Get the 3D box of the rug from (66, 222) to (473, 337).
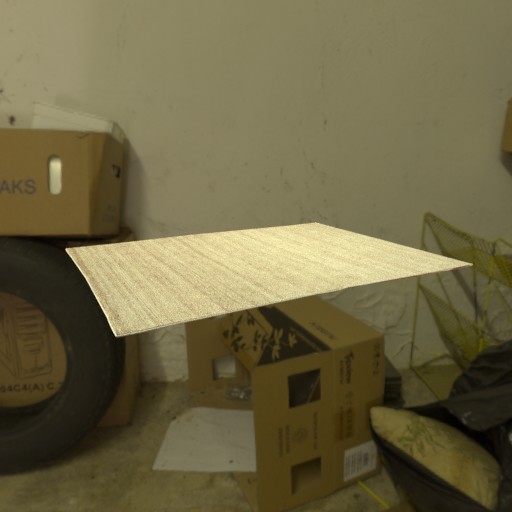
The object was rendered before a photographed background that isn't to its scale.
[{"bbox_3d":[0.000,0.000,4.327,3.202,0.045,2.434,-8,16,-27],"label":"rug"}]
